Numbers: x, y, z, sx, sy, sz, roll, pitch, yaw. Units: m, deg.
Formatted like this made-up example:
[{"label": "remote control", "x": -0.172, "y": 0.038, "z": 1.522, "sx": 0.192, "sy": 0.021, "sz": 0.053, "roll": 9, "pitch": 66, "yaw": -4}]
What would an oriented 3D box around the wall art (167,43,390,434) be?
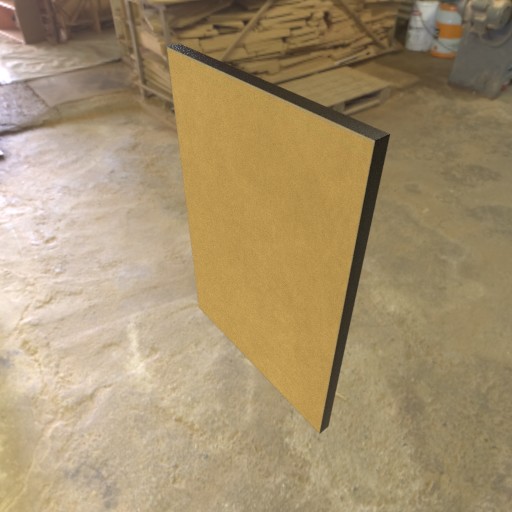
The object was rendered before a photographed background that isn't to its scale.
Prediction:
[{"label": "wall art", "x": 0.000, "y": 0.000, "z": 0.585, "sx": 0.019, "sy": 0.455, "sz": 0.314, "roll": -28, "pitch": 48, "yaw": -28}]
